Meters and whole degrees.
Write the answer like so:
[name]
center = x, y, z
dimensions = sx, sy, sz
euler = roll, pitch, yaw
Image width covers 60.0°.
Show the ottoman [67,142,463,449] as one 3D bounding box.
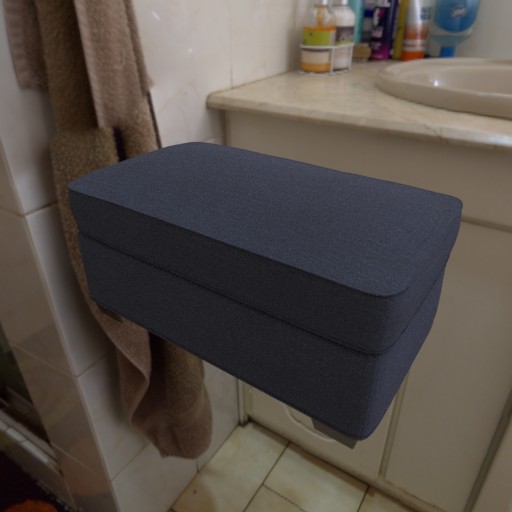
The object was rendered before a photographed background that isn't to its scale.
[ottoman]
center = 0.000, 0.000, 1.182
dimensions = 0.895, 0.453, 0.505
euler = 20, 36, 29
